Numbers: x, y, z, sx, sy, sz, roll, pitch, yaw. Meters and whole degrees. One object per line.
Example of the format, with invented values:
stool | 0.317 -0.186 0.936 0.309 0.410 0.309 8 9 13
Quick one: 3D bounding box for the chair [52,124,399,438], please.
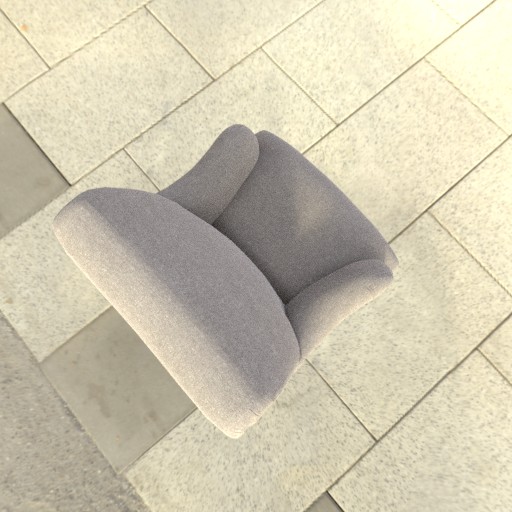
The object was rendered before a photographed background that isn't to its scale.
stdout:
chair | 0.000 0.000 1.561 0.843 0.942 0.766 -42 81 -9
